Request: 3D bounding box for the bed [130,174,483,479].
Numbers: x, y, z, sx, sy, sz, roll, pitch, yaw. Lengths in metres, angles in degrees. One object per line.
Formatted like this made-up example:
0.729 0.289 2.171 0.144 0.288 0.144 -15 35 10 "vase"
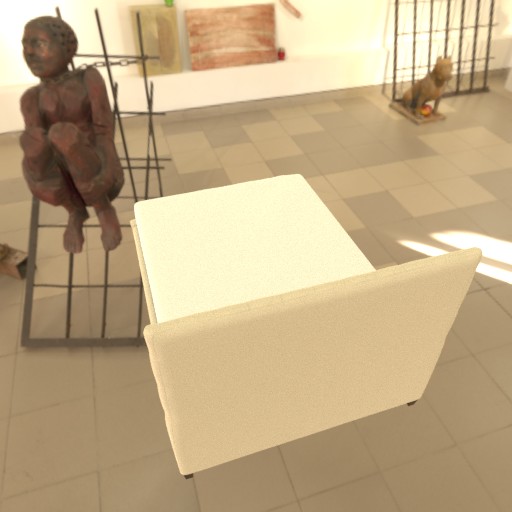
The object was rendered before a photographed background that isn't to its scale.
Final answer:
0.000 0.000 3.248 1.696 1.426 2.233 -12 43 -14 "bed"
